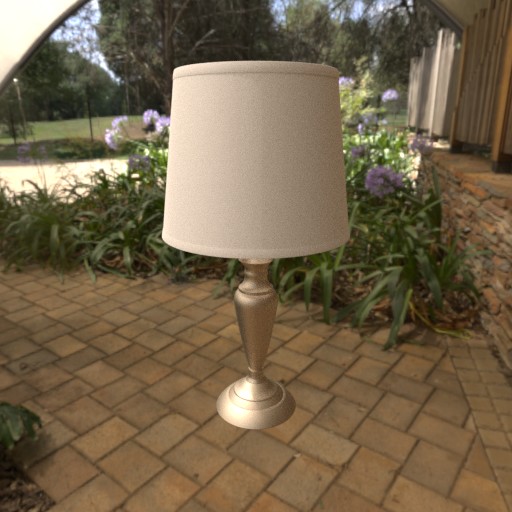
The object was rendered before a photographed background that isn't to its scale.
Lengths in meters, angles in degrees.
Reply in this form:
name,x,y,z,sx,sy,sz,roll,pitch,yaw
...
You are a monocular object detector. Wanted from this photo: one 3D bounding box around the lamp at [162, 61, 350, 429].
name,x,y,z,sx,sy,sz,roll,pitch,yaw
lamp,0.000,0.000,0.803,0.328,0.619,0.328,0,17,0
